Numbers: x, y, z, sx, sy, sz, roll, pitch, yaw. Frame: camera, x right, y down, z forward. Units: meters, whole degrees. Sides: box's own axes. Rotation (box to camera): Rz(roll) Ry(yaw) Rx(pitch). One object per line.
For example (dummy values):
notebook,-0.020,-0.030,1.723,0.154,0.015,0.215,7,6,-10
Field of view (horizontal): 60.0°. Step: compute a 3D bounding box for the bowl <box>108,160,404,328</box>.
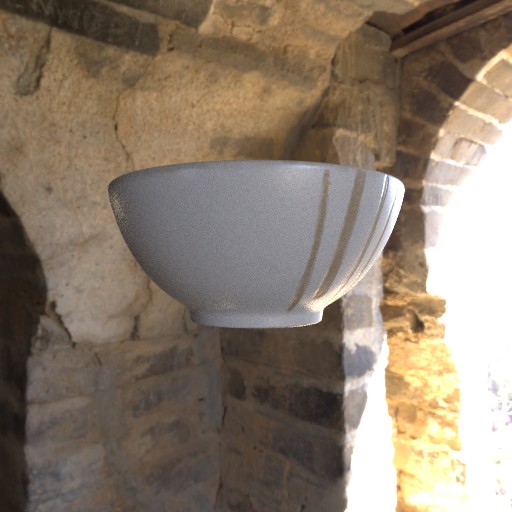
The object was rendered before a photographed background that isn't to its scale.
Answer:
bowl,0.000,0.000,0.421,0.268,0.121,0.268,0,-1,0
